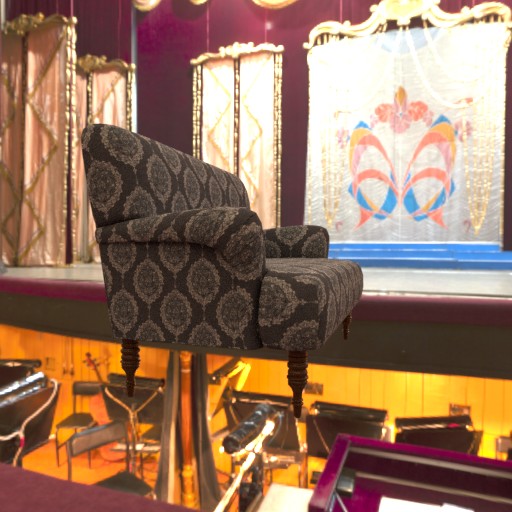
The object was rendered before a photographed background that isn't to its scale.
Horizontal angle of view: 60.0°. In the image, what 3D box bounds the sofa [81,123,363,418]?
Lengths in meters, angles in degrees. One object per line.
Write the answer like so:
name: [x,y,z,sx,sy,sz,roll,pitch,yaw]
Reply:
sofa: [0.000,0.000,1.826,0.779,0.867,1.297,0,1,18]
